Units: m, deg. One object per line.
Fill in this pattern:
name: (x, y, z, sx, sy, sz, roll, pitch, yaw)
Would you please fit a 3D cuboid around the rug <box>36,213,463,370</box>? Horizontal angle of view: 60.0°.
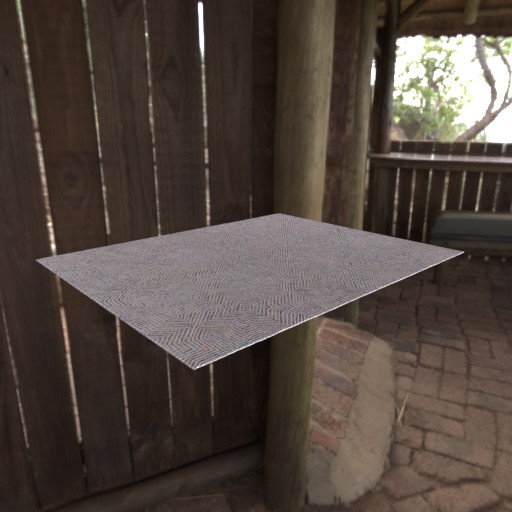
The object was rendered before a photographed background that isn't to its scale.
rug: (0.000, 0.000, 4.035, 3.046, 0.008, 2.442, -15, 22, -40)
